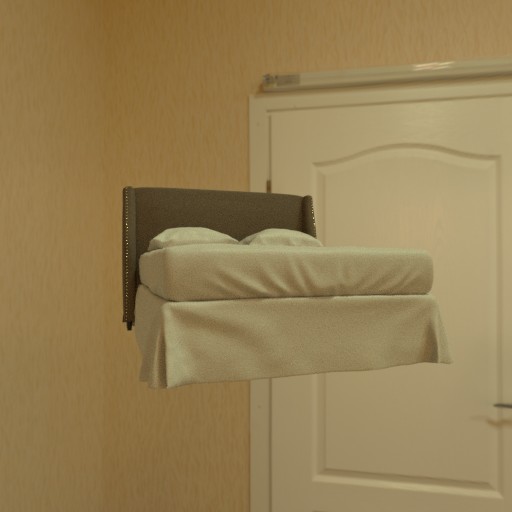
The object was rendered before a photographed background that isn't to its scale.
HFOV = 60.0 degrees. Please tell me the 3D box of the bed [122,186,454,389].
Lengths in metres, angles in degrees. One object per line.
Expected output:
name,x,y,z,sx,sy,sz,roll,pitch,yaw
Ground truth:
bed,0.000,0.000,3.408,1.925,1.332,2.276,0,-1,-18
